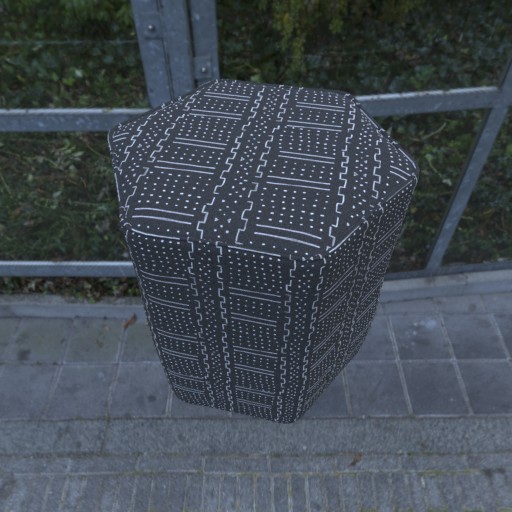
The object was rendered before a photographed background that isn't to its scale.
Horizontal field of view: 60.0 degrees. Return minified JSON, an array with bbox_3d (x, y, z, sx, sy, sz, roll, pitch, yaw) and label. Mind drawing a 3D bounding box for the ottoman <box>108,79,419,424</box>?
[{"bbox_3d":[0.000,0.000,0.853,0.494,0.502,0.443,9,48,9],"label":"ottoman"}]
